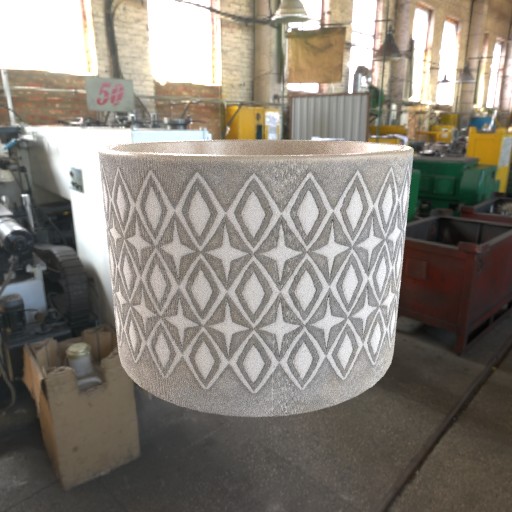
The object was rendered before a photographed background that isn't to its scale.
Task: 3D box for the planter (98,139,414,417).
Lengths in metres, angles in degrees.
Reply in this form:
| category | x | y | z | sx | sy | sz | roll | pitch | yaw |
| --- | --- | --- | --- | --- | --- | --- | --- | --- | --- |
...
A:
| category | x | y | z | sx | sy | sz | roll | pitch | yaw |
| --- | --- | --- | --- | --- | --- | --- | --- | --- | --- |
| planter | 0.000 | 0.000 | 0.262 | 0.164 | 0.127 | 0.164 | 0 | 17 | 0 |
